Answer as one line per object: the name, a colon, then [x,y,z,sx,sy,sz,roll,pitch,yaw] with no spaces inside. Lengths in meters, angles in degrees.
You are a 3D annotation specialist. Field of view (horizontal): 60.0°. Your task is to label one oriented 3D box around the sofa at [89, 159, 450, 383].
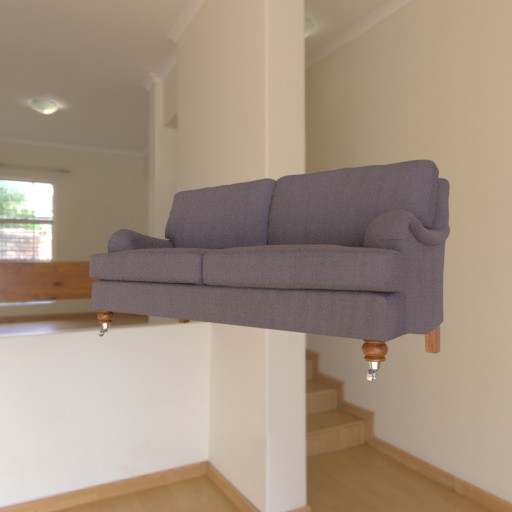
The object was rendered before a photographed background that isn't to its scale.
sofa: [0.000,0.000,2.826,2.165,1.087,1.086,0,-1,37]
